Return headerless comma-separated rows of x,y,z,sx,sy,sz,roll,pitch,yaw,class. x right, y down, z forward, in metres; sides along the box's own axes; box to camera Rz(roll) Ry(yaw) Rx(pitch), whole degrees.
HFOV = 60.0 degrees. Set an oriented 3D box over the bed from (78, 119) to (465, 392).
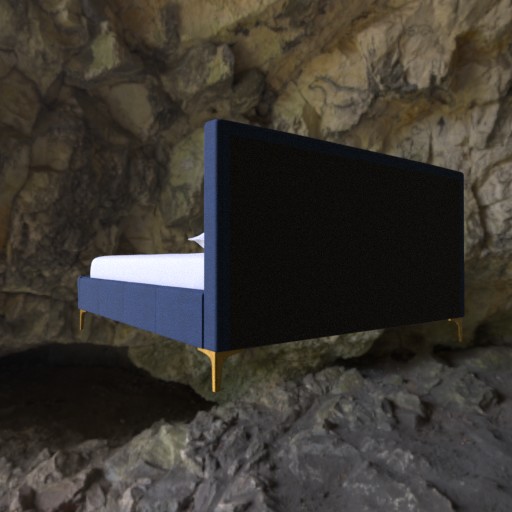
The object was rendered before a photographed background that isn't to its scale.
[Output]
0.000,0.000,3.452,2.096,1.231,2.232,0,-1,-36,bed
